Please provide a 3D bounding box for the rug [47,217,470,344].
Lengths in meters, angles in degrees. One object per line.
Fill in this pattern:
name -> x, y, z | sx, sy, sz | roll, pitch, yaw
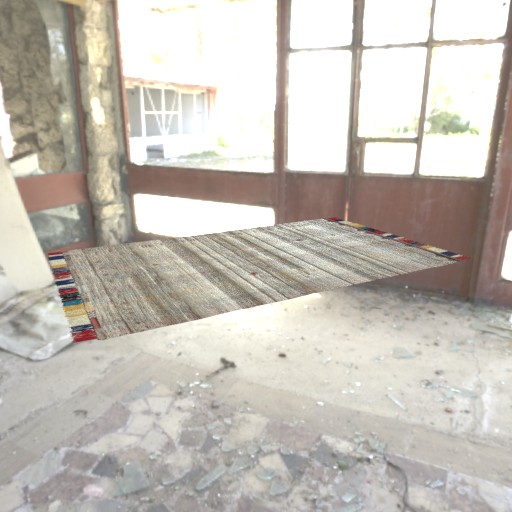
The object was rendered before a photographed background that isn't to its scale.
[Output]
rug -> 0.000, 0.000, 2.953 | 2.465, 0.012, 1.465 | -9, 19, -27
